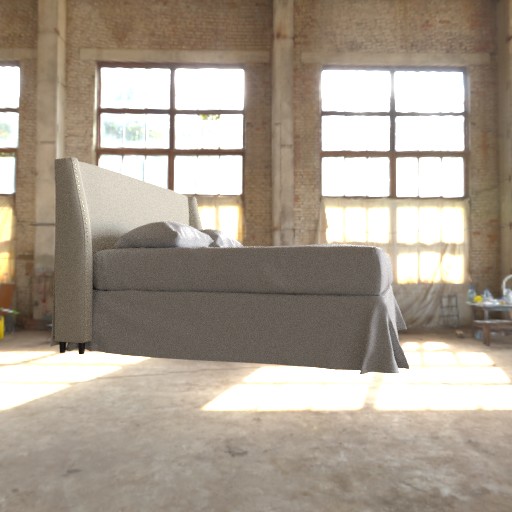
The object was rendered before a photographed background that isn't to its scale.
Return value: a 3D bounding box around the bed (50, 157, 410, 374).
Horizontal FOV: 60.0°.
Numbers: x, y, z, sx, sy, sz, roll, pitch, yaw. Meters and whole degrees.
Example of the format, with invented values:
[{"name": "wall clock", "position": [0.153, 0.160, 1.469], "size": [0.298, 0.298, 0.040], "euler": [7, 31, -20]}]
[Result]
[{"name": "bed", "position": [0.000, 0.000, 3.520], "size": [2.276, 1.332, 1.925], "euler": [0, -1, 18]}]
